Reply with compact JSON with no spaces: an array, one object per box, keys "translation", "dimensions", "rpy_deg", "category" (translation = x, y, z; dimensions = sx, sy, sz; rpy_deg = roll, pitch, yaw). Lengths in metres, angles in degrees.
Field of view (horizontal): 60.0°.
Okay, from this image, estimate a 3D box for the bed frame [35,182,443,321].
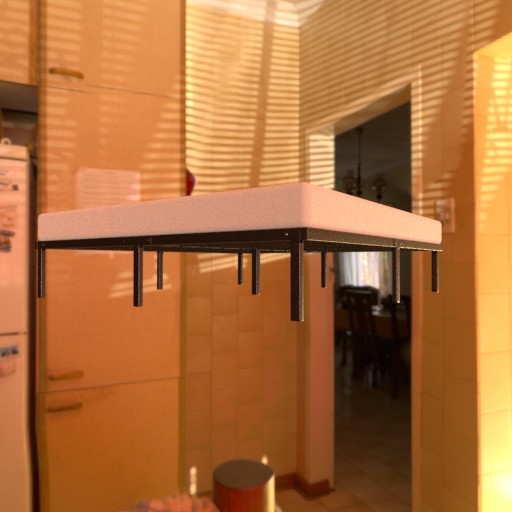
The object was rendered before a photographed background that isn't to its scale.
[{"translation":[0.000,0.000,3.907],"dimensions":[2.526,0.680,2.635],"rpy_deg":[-1,-1,36],"category":"bed frame"}]
